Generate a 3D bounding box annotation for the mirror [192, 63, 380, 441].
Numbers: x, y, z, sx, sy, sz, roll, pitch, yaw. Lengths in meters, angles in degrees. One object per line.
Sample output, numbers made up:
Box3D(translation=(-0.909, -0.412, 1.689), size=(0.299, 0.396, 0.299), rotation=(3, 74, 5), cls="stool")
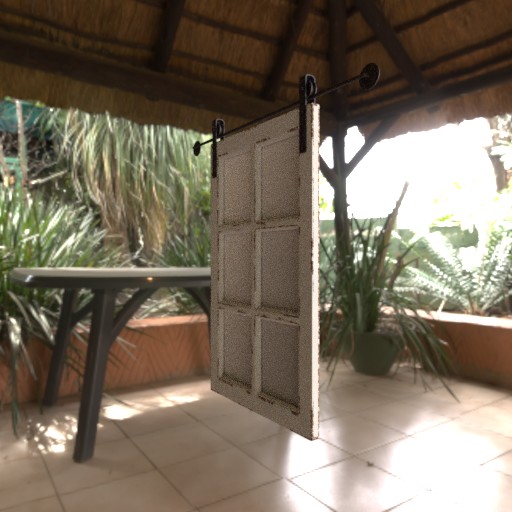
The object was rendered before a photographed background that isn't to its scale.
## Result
Box3D(translation=(0.000, 0.000, 1.205), size=(0.037, 0.844, 0.808), rotation=(0, 0, -35), cls="mirror")
